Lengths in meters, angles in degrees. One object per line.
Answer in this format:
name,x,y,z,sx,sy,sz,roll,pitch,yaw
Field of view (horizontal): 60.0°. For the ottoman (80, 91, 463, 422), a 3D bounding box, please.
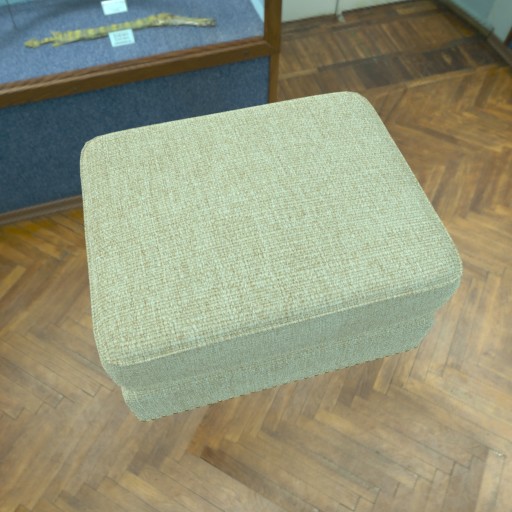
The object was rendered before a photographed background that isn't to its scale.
ottoman,0.000,0.000,1.108,0.738,0.537,0.589,-13,60,-8
